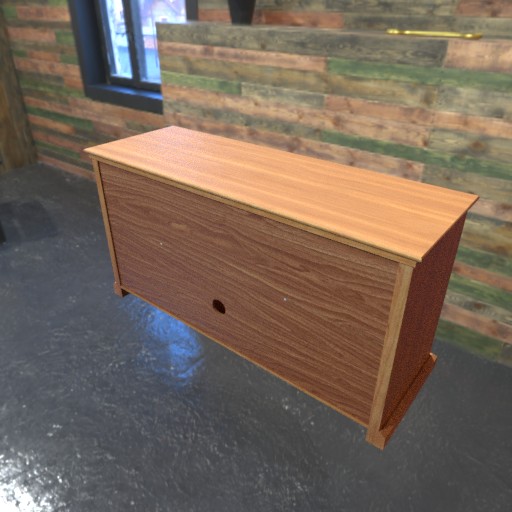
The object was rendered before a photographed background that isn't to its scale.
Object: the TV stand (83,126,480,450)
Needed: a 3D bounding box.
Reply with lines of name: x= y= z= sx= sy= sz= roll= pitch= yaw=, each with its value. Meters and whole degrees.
TV stand: x=0.000 y=0.000 z=1.490 sx=1.181 sy=0.607 sz=0.417 roll=22 pitch=37 yaw=32
